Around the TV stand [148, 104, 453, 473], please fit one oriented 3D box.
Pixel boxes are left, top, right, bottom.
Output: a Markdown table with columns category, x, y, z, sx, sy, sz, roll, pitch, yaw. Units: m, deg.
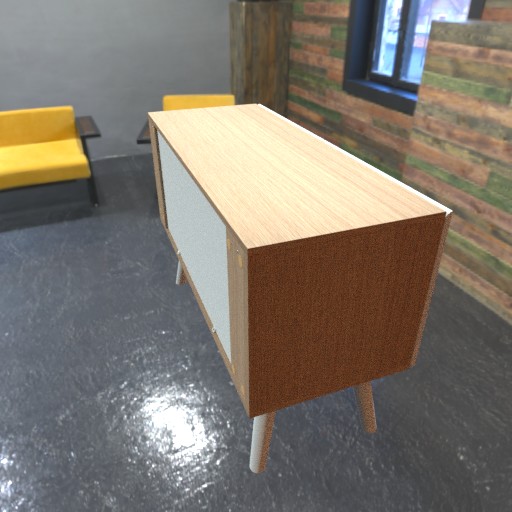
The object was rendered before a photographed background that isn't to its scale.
| category | x | y | z | sx | sy | sz | roll | pitch | yaw |
| --- | --- | --- | --- | --- | --- | --- | --- | --- | --- |
| TV stand | 0.000 | 0.000 | 1.325 | 0.407 | 0.660 | 0.991 | -11 | 32 | -18 |
